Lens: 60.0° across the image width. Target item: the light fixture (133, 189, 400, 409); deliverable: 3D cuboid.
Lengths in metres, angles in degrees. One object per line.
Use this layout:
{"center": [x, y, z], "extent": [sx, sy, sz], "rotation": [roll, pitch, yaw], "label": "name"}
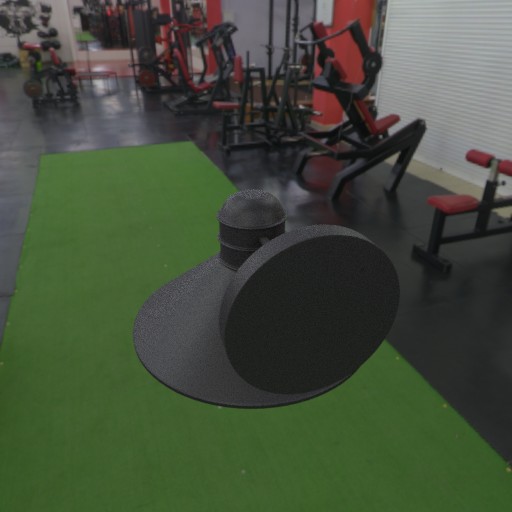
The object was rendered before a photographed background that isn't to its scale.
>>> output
{"center": [0.000, 0.000, 0.680], "extent": [0.396, 0.265, 0.434], "rotation": [-9, 29, -16], "label": "light fixture"}
